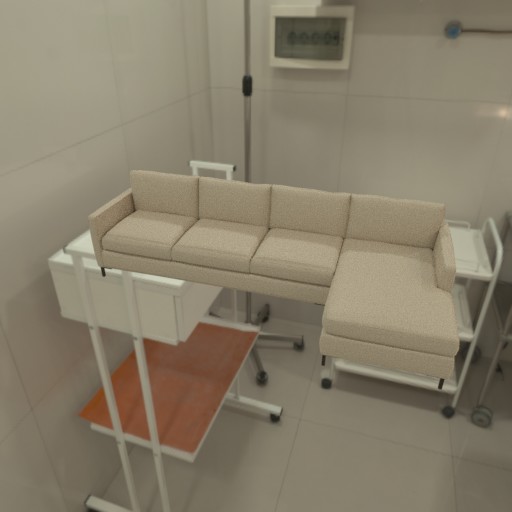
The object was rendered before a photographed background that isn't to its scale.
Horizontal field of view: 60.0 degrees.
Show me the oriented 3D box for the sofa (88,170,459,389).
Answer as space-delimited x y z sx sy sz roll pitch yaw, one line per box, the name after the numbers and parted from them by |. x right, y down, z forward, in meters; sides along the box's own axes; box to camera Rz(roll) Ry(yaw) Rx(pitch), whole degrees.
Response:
0.000 0.000 3.275 2.731 0.755 1.258 9 31 15 | sofa
